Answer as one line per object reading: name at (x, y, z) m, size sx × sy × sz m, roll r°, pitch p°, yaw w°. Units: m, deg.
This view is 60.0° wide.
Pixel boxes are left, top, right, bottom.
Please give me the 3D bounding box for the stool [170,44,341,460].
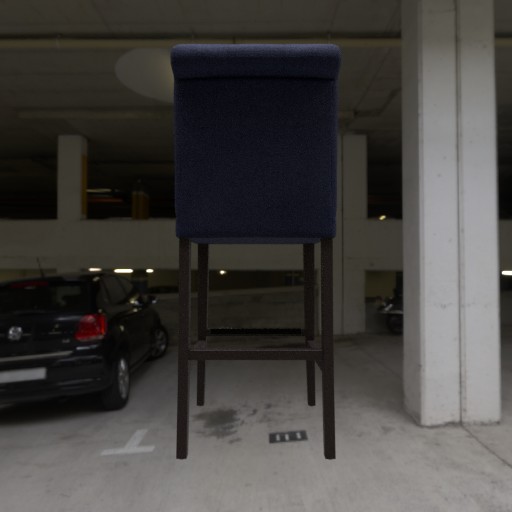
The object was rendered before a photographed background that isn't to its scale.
stool at (0.000, 0.000, 1.449) m, size 0.493 × 1.140 × 0.601 m, roll 0°, pitch -1°, yaw 0°
